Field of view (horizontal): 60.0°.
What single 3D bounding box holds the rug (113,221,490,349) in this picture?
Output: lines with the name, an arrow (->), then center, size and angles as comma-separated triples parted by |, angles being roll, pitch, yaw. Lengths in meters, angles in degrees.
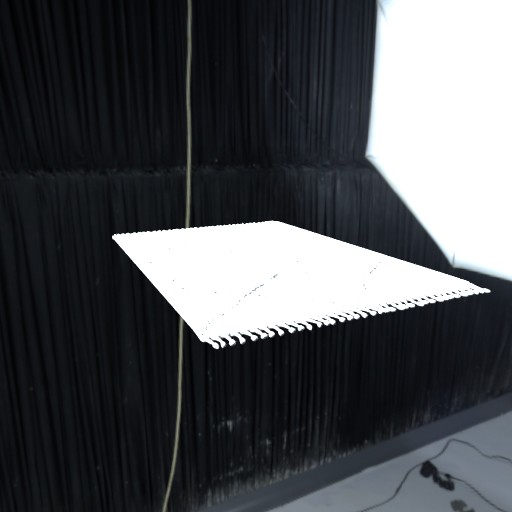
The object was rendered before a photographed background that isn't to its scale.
rug -> 0.000, 0.000, 2.907 | 1.494, 0.031, 2.307 | -7, 16, -25
